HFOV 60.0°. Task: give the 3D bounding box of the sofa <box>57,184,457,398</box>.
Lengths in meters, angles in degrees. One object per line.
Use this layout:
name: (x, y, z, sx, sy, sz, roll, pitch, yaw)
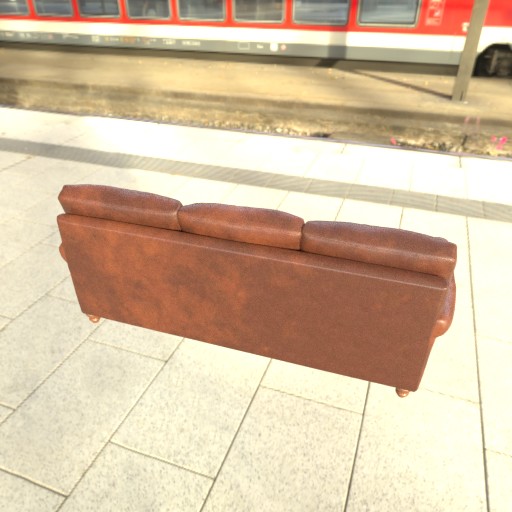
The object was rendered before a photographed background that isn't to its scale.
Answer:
sofa: (0.000, 0.000, 2.848, 2.351, 0.977, 0.973, 10, 34, 15)
